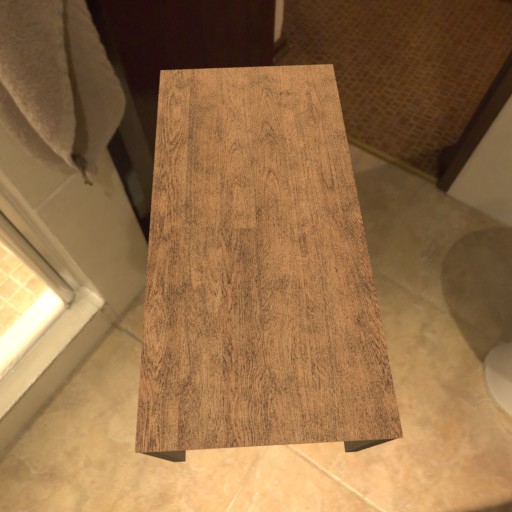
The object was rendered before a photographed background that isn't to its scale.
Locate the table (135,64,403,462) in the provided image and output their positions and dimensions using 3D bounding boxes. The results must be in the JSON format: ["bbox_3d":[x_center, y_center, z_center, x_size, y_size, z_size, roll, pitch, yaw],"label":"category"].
[{"bbox_3d":[0.000,0.000,2.222,0.893,0.767,1.805,-3,63,-1],"label":"table"}]
